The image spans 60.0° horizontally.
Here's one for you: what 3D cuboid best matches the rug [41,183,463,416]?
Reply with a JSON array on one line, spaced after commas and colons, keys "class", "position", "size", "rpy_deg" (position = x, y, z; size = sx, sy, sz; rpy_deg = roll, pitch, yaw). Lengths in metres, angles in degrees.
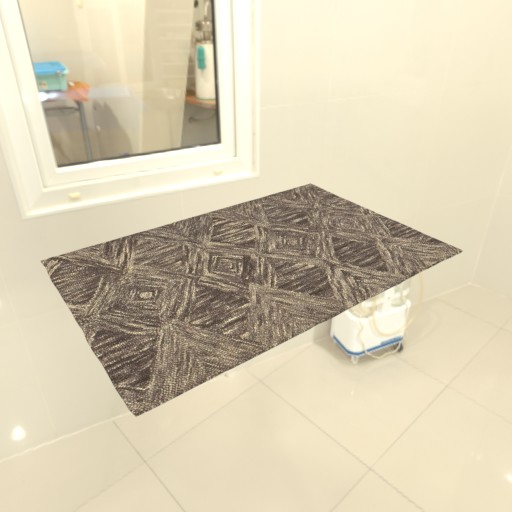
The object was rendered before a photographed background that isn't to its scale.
[{"class": "rug", "position": [0.000, 0.000, 2.264], "size": [1.814, 0.012, 1.186], "rpy_deg": [-20, 36, -30]}]
